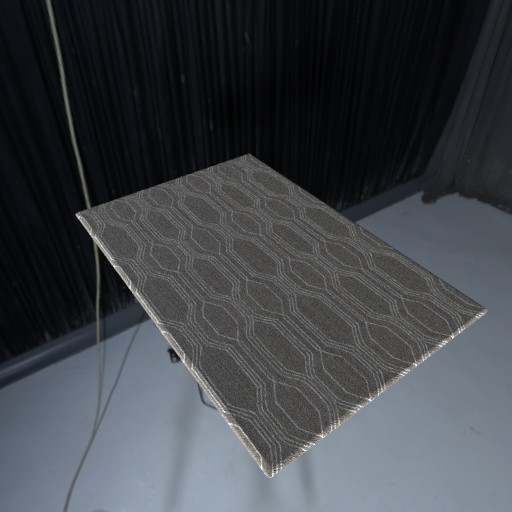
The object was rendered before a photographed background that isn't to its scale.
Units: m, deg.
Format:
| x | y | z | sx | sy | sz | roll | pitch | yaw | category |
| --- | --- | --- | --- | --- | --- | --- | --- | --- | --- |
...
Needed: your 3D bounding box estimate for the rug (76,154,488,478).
| x | y | z | sx | sy | sz | roll | pitch | yaw | category |
| --- | --- | --- | --- | --- | --- | --- | --- | --- | --- |
| 0.000 | 0.000 | 2.270 | 1.239 | 0.012 | 1.836 | -25 | 47 | -27 | rug |
